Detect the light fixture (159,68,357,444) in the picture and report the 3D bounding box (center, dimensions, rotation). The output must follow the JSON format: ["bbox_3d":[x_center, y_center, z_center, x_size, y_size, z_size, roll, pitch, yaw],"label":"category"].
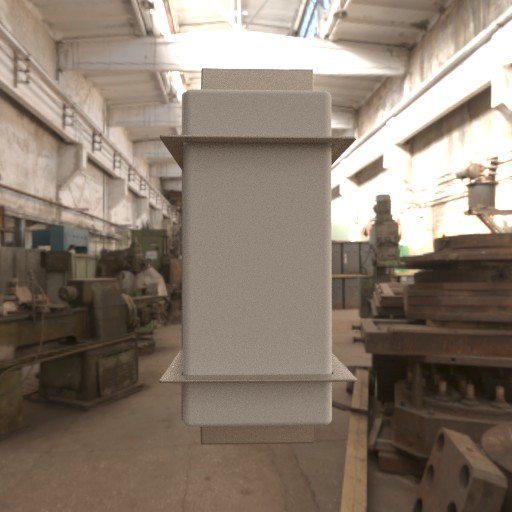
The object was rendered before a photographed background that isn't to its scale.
[{"bbox_3d":[0.000,0.000,0.456,0.168,0.380,0.160,0,0,-2],"label":"light fixture"}]
